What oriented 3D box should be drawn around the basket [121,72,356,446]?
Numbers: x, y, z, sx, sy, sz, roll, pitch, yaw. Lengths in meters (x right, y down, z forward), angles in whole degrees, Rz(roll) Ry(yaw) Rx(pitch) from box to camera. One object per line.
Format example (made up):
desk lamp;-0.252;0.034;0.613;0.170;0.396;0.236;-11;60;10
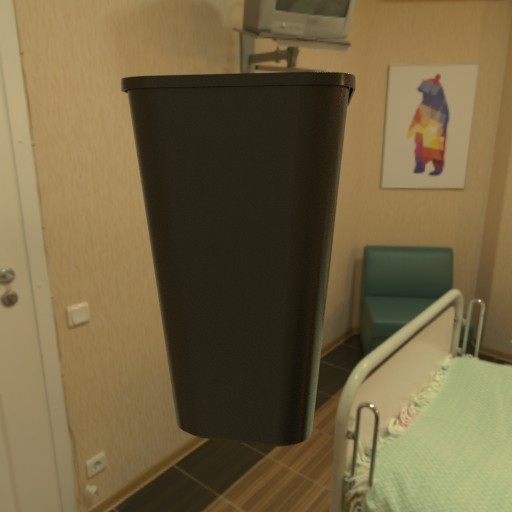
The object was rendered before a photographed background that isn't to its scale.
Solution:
basket;0.000;0.000;0.744;0.287;0.521;0.394;3;15;9
